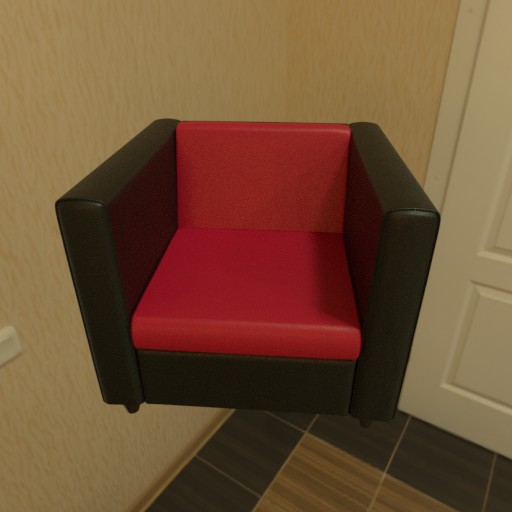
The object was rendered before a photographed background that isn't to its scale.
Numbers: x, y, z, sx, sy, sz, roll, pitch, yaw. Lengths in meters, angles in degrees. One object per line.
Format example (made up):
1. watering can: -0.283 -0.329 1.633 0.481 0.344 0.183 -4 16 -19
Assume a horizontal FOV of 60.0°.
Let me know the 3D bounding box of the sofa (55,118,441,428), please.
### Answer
1. sofa: 0.000 0.000 1.449 0.839 0.724 0.809 2 30 4
